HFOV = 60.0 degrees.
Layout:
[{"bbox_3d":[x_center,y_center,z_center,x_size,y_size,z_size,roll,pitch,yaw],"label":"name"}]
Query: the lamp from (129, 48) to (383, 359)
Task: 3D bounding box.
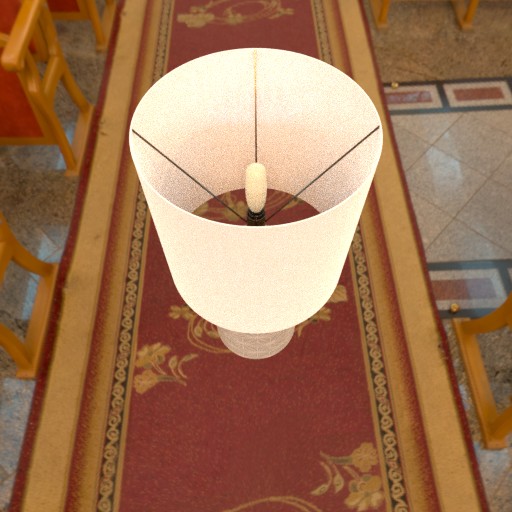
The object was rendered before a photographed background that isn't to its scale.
[{"bbox_3d":[0.000,0.000,0.542,0.206,0.416,0.206,-1,59,-1],"label":"lamp"}]
